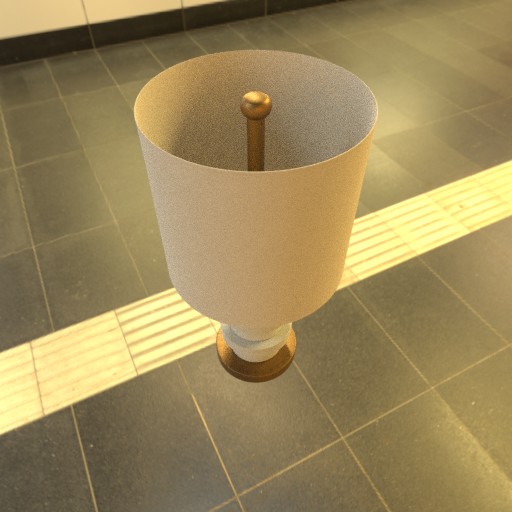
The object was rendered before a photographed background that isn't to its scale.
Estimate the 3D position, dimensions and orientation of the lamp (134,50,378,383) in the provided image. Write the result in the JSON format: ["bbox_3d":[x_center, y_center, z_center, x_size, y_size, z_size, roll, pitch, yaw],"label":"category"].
[{"bbox_3d":[0.000,0.000,0.534,0.210,0.410,0.210,35,56,28],"label":"lamp"}]
